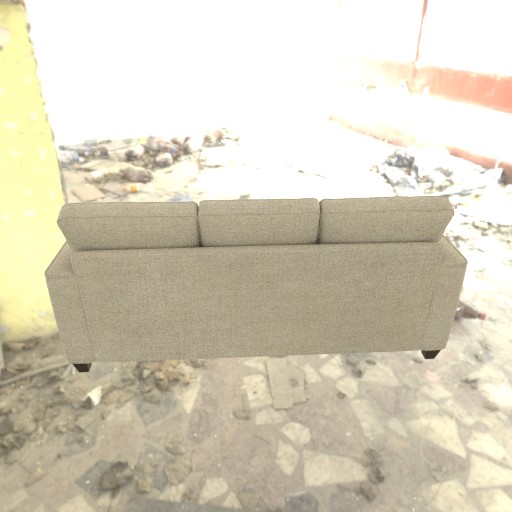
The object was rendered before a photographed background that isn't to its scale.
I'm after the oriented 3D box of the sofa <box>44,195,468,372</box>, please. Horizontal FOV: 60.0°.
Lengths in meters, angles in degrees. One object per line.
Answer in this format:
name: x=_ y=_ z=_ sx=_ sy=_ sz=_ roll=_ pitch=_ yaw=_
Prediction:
sofa: x=0.000 y=0.000 z=2.667 sx=2.133 sy=0.965 sz=0.939 roll=-2 pitch=29 yaw=-3
